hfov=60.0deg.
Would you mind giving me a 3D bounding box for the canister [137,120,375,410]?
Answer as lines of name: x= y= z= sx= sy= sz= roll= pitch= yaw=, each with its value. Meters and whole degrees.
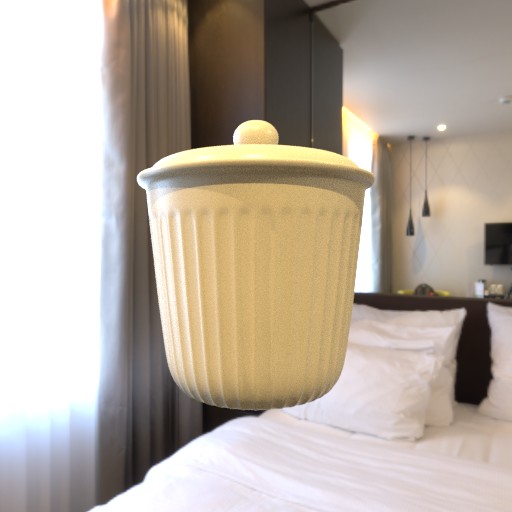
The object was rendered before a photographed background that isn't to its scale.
canister: x=0.000 y=0.000 z=0.350 sx=0.181 sy=0.211 sz=0.181 roll=0 pitch=1 yaw=0
